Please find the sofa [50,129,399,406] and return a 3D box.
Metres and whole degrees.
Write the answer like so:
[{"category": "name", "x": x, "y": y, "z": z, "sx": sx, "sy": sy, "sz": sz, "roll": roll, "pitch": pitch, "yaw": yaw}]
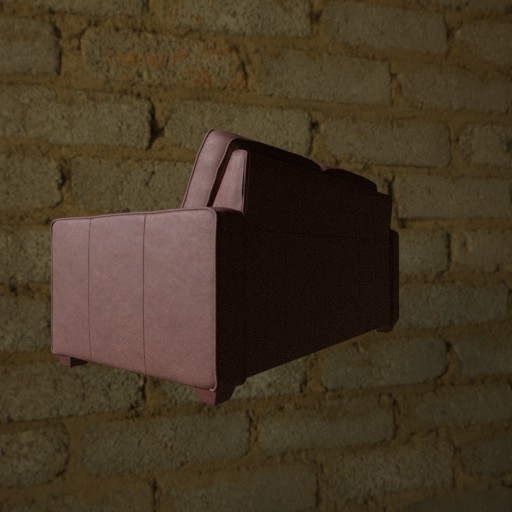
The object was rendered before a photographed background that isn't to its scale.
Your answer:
[{"category": "sofa", "x": 0.000, "y": 0.000, "z": 2.267, "sx": 0.947, "sy": 0.918, "sz": 1.709, "roll": 0, "pitch": 0, "yaw": 36}]
